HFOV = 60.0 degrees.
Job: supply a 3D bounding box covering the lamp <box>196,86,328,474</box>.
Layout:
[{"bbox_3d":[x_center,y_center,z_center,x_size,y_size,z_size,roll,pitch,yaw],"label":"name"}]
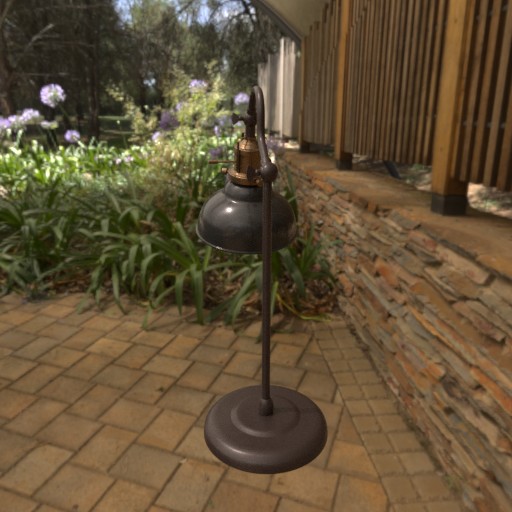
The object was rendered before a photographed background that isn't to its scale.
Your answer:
[{"bbox_3d":[0.000,0.000,0.707,0.192,0.508,0.374,-3,17,-9],"label":"lamp"}]
